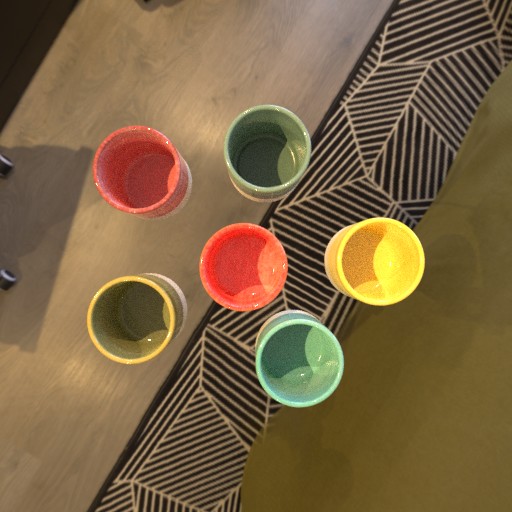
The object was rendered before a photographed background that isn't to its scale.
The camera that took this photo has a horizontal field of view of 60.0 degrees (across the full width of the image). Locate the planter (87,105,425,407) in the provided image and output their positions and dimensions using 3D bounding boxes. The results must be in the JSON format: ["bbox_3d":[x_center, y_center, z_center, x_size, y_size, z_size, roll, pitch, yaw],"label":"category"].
[{"bbox_3d":[0.000,0.000,0.412,0.286,0.075,0.257,0,90,0],"label":"planter"}]
